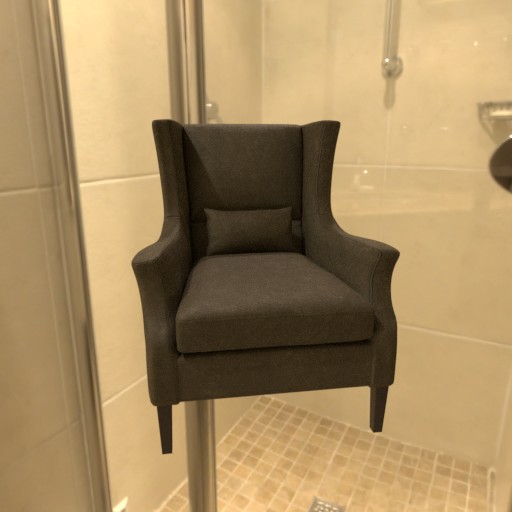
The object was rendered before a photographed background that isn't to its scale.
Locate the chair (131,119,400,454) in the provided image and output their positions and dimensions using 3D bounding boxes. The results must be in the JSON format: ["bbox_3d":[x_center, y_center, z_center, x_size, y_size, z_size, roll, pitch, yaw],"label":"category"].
[{"bbox_3d":[0.000,0.000,1.704,0.853,1.016,0.926,-2,15,-8],"label":"chair"}]
